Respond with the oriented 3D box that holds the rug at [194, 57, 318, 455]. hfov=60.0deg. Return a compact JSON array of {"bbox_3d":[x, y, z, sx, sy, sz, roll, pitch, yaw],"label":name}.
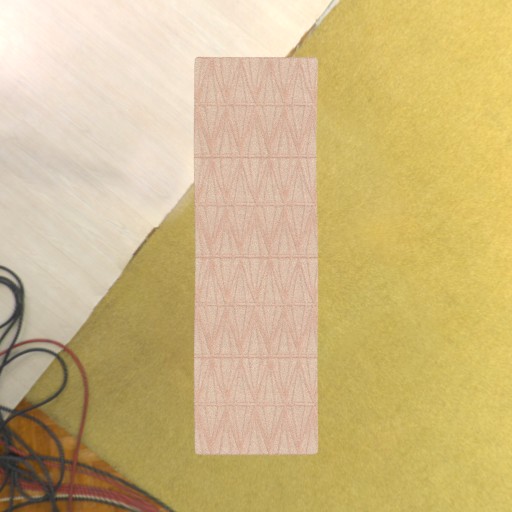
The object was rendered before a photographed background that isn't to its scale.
[{"bbox_3d":[0.000,0.000,2.710,0.760,0.015,2.435,0,90,0],"label":"rug"}]
